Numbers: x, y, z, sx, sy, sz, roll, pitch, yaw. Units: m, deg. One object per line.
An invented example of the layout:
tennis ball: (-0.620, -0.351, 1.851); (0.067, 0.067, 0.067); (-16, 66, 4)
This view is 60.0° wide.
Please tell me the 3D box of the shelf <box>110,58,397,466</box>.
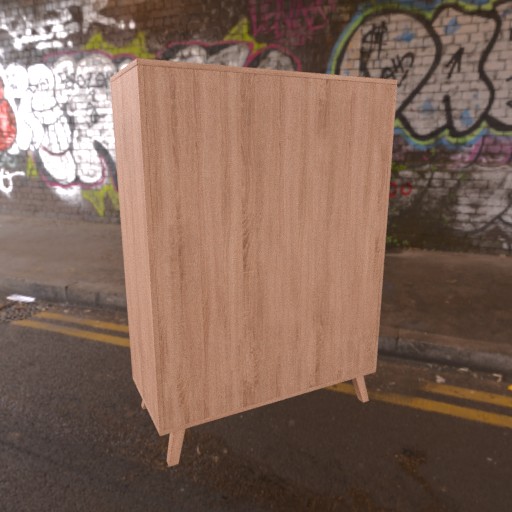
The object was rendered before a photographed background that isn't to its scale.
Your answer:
shelf: (0.000, 0.000, 1.858); (1.000, 1.390, 0.450); (-7, 16, -26)
